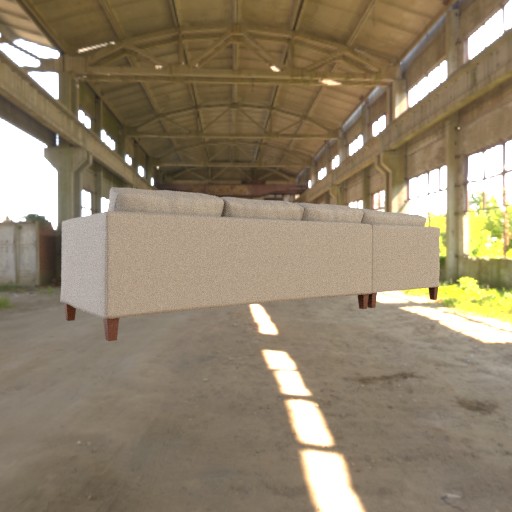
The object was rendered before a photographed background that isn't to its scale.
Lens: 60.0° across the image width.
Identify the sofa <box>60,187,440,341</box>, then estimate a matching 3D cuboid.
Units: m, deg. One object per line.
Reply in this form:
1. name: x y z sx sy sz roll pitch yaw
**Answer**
1. sofa: 0.000 0.000 3.889 3.186 0.846 1.625 -1 1 -37
